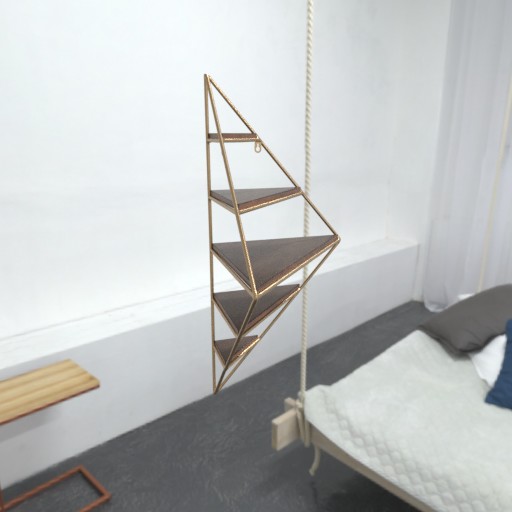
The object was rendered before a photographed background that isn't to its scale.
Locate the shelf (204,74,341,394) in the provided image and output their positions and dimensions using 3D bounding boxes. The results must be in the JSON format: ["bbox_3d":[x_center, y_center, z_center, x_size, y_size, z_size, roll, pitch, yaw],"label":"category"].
[{"bbox_3d":[0.000,0.000,1.172,0.294,0.913,0.564,8,17,26],"label":"shelf"}]
